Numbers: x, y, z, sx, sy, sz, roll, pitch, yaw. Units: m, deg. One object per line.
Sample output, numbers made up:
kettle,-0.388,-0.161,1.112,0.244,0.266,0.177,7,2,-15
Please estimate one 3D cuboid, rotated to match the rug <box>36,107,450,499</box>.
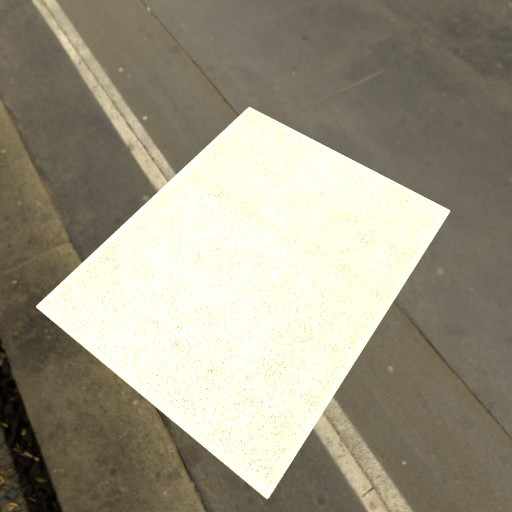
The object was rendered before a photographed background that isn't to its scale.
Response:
rug,0.000,0.000,4.049,2.441,0.015,3.050,32,65,17
